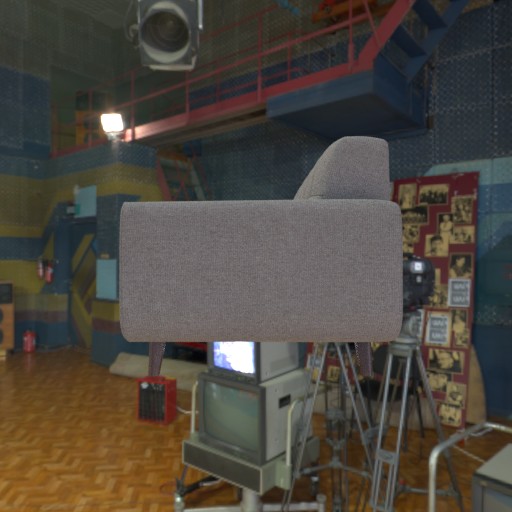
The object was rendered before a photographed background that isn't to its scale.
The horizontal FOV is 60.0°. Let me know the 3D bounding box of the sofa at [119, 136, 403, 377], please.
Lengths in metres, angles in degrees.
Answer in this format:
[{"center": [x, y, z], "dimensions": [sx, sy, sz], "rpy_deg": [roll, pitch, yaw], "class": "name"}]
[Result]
[{"center": [0.000, 0.000, 2.181], "dimensions": [0.909, 0.841, 1.631], "rpy_deg": [0, 0, 0], "class": "sofa"}]
